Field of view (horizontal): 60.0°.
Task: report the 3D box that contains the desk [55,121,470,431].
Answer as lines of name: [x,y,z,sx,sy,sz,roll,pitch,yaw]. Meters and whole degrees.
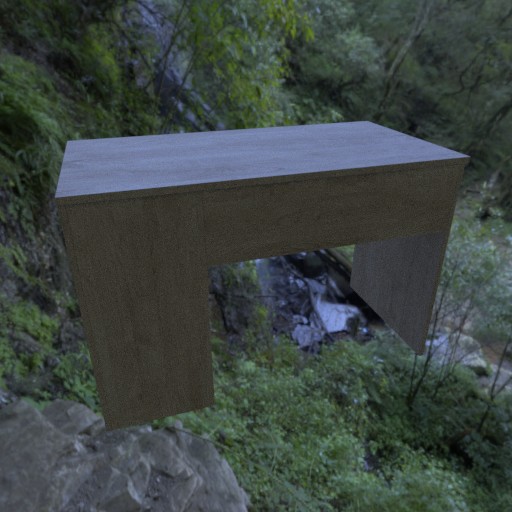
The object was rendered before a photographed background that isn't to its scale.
desk: [0.000,0.000,1.511,1.097,0.735,0.560,-9,29,-16]
